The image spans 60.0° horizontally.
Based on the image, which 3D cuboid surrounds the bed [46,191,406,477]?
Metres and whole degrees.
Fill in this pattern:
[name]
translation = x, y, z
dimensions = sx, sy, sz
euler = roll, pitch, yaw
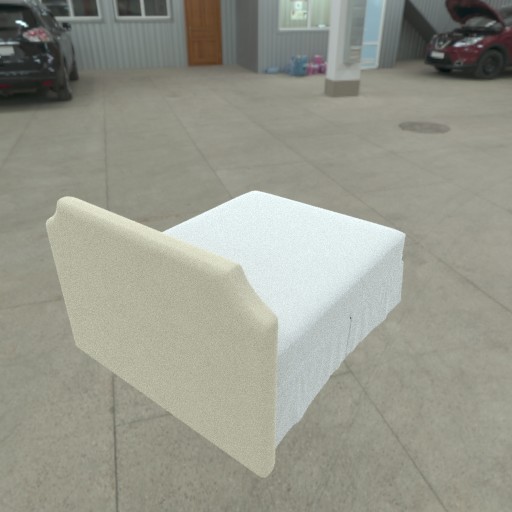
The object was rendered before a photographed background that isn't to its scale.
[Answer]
[bed]
translation = 0.000, 0.000, 3.373
dimensions = 1.827, 1.296, 2.209
euler = 21, 36, 32
